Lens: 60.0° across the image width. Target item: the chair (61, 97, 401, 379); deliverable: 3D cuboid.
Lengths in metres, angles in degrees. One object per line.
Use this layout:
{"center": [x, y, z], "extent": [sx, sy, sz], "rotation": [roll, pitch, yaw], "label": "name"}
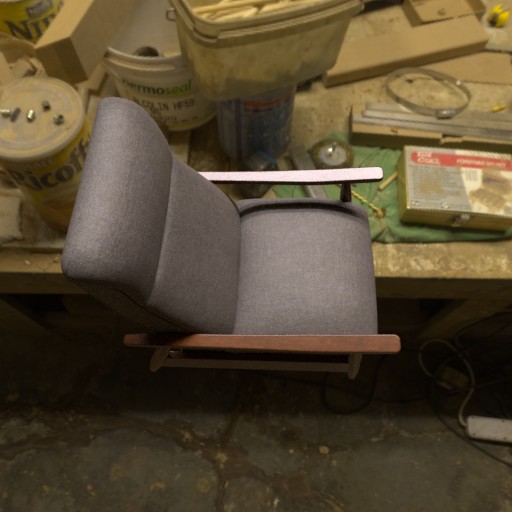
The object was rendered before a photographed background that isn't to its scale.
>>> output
{"center": [0.000, 0.000, 1.741], "extent": [1.014, 1.081, 0.762], "rotation": [2, 65, 1], "label": "chair"}
